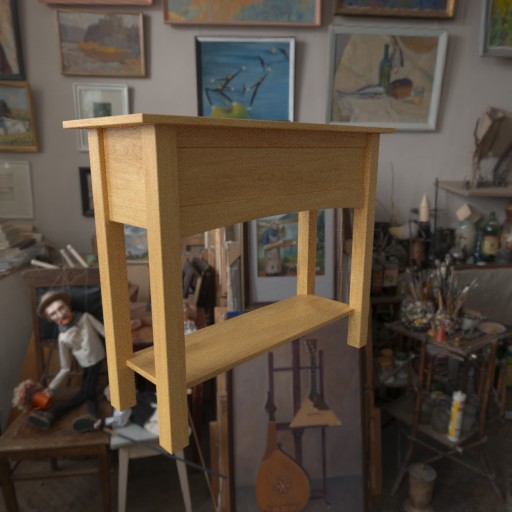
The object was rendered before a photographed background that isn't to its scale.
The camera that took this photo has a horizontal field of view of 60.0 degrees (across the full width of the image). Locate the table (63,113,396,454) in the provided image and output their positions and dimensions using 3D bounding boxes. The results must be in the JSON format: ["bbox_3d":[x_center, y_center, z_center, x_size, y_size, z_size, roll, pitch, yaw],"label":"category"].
[{"bbox_3d":[0.000,0.000,1.281,0.900,0.728,0.340,-13,19,-43],"label":"table"}]
